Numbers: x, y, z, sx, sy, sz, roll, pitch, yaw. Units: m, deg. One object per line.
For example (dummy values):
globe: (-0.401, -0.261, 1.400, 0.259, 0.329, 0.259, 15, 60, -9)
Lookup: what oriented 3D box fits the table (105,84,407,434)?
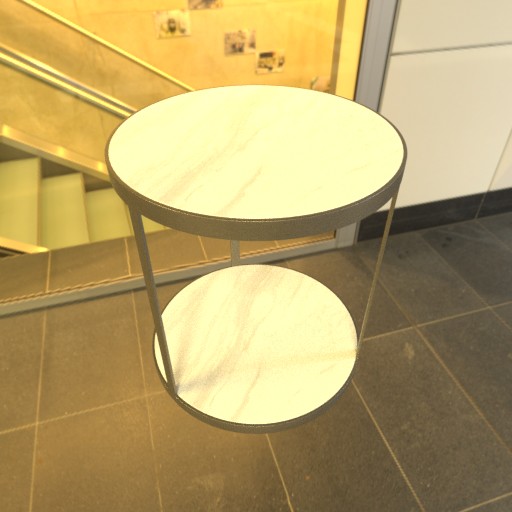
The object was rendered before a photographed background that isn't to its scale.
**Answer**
table: (0.000, 0.000, 0.826, 0.445, 0.479, 0.445, 0, 40, 0)
